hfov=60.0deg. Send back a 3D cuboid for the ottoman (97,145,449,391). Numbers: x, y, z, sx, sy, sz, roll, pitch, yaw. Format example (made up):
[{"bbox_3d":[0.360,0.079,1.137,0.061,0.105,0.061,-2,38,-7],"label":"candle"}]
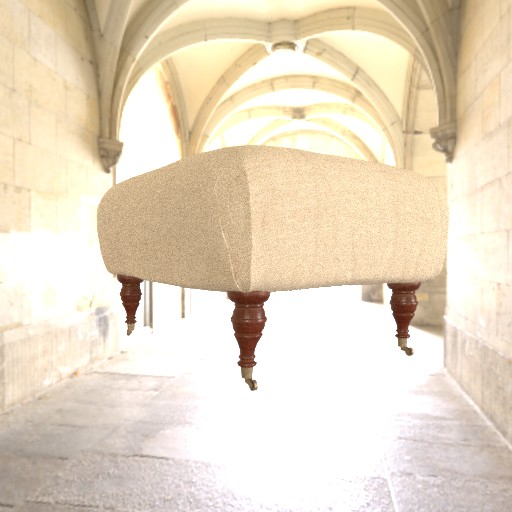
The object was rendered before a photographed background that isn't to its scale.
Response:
[{"bbox_3d":[0.000,0.000,1.129,0.622,0.450,0.747,0,1,-36],"label":"ottoman"}]
